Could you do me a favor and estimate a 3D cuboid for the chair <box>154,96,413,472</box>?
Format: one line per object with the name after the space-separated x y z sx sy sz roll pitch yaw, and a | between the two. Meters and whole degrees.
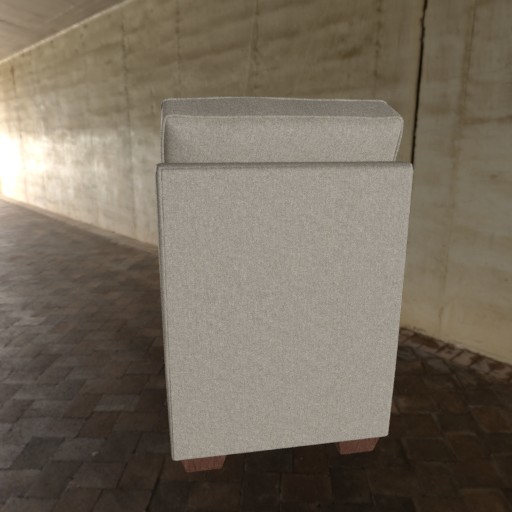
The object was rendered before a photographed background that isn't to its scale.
0.000 0.000 1.658 0.674 1.058 1.020 -2 15 -9 | chair
